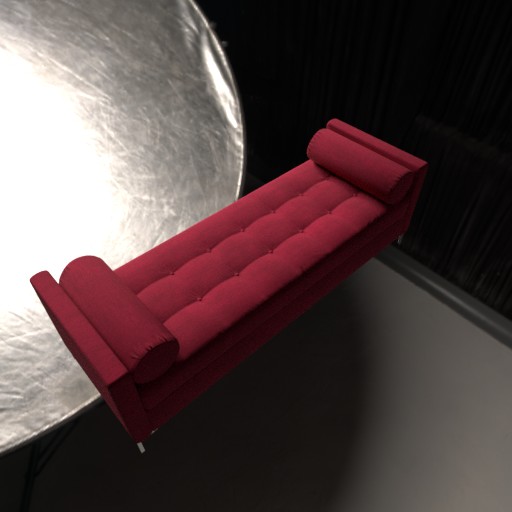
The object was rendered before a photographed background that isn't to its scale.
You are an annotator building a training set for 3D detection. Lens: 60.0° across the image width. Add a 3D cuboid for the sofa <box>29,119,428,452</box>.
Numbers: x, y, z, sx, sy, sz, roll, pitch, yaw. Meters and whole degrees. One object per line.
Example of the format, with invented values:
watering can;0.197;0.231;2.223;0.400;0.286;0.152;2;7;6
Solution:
sofa;0.000;0.000;2.362;1.981;0.635;0.686;-33;54;-28
